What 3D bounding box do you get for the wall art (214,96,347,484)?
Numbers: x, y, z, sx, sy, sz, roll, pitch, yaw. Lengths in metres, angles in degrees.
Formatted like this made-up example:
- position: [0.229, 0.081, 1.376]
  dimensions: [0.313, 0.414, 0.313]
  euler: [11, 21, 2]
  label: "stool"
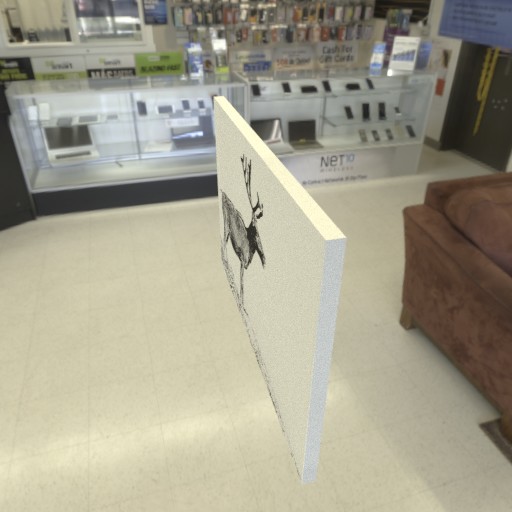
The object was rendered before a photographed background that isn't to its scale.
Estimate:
- position: [0.000, 0.000, 1.173]
  dimensions: [0.033, 0.617, 0.906]
  euler: [-8, 33, -12]
  label: "wall art"
